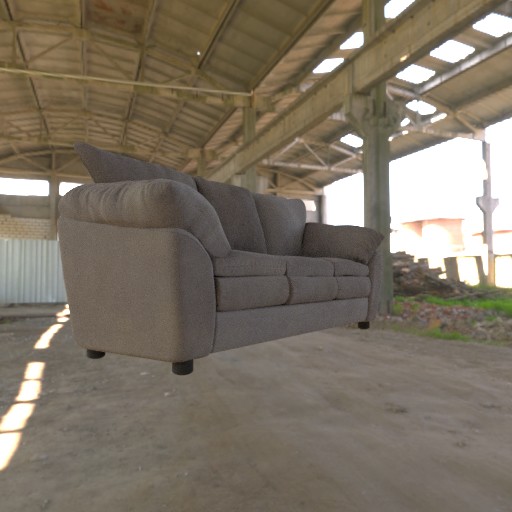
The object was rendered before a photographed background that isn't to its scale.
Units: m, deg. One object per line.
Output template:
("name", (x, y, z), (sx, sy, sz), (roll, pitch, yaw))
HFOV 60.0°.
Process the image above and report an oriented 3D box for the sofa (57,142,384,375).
("sofa", (0.000, 0.000, 2.845), (0.878, 1.073, 2.336), (-2, -3, 36))
